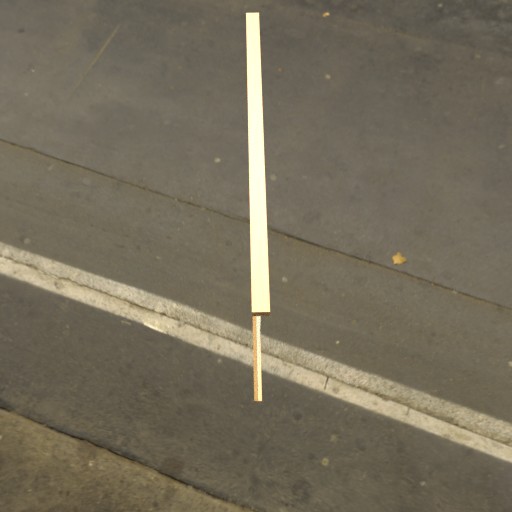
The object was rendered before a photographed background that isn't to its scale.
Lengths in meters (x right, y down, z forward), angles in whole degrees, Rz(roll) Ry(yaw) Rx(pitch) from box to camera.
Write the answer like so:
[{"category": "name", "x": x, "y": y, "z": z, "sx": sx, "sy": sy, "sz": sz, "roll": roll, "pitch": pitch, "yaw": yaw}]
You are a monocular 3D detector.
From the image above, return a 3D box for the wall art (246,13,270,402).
[{"category": "wall art", "x": 0.000, "y": 0.000, "z": 1.268, "sx": 0.027, "sy": 1.020, "sz": 0.669, "roll": -1, "pitch": 65, "yaw": -1}]
